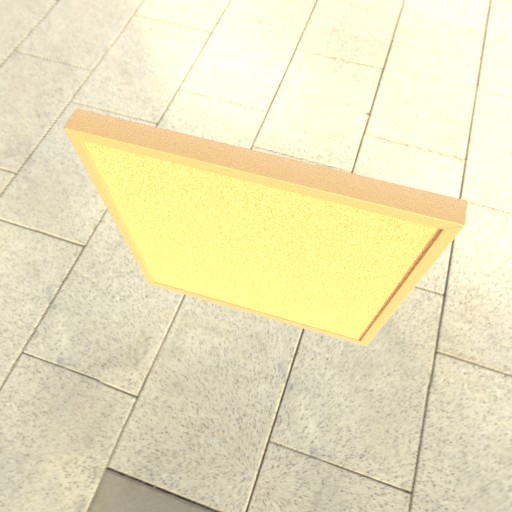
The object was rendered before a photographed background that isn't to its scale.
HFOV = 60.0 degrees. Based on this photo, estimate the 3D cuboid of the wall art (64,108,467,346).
[{"bbox_3d":[0.000,0.000,0.773,0.509,0.509,0.036,15,64,8],"label":"wall art"}]
